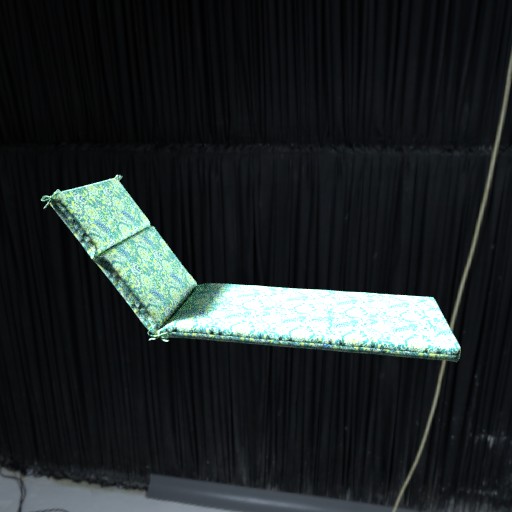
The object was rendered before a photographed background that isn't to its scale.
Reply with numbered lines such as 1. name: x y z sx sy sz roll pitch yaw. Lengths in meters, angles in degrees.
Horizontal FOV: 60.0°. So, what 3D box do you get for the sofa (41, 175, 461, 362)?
1. sofa: 0.000 0.000 1.966 1.663 0.622 0.582 3 17 10
